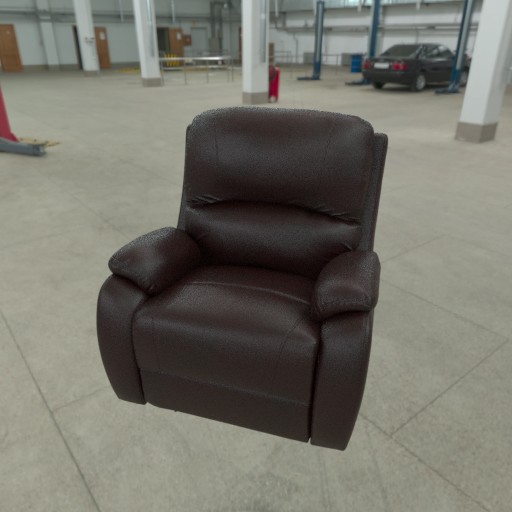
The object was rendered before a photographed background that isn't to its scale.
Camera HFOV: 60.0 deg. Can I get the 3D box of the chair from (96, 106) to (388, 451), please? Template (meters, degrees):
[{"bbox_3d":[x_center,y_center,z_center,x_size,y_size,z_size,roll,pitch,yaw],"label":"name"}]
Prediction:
[{"bbox_3d":[0.000,0.000,1.703,0.930,1.011,0.899,7,27,15],"label":"chair"}]
